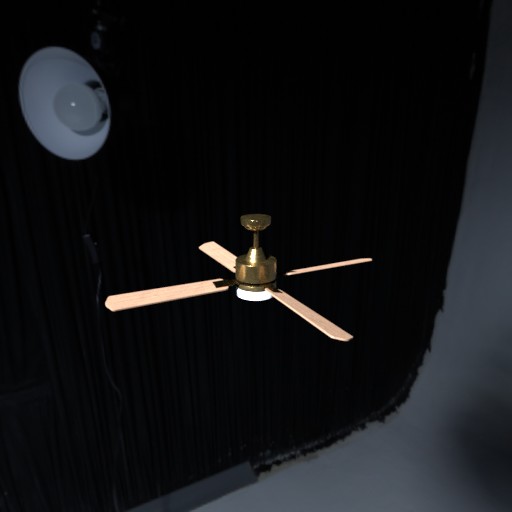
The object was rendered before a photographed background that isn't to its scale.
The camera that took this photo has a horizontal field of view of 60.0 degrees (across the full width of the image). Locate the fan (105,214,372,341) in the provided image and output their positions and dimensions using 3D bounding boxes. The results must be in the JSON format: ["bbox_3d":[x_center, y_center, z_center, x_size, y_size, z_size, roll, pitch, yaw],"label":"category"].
[{"bbox_3d":[0.000,0.000,1.989,1.320,0.355,1.320,-8,19,-26],"label":"fan"}]
